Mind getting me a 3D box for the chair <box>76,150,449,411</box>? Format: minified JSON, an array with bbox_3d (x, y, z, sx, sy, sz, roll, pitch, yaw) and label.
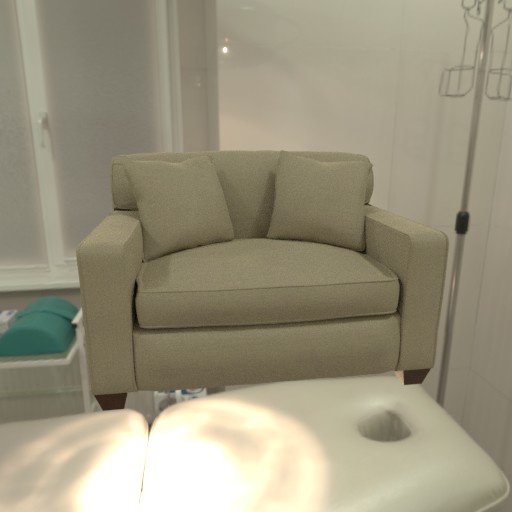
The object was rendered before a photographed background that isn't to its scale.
[{"bbox_3d":[0.000,0.000,2.070,1.383,0.948,1.000,-2,15,-8],"label":"chair"}]
